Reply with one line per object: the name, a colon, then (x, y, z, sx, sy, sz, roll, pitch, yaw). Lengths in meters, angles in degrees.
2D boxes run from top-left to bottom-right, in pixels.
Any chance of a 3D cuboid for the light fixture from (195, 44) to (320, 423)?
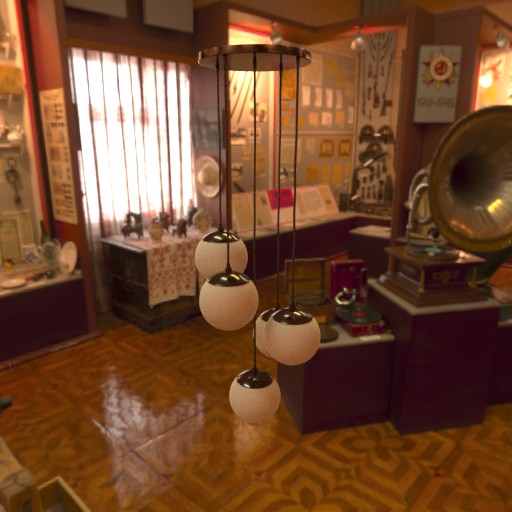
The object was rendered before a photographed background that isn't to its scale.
light fixture: (0.000, 0.000, 1.520, 0.489, 1.271, 0.484, 14, 20, 43)
